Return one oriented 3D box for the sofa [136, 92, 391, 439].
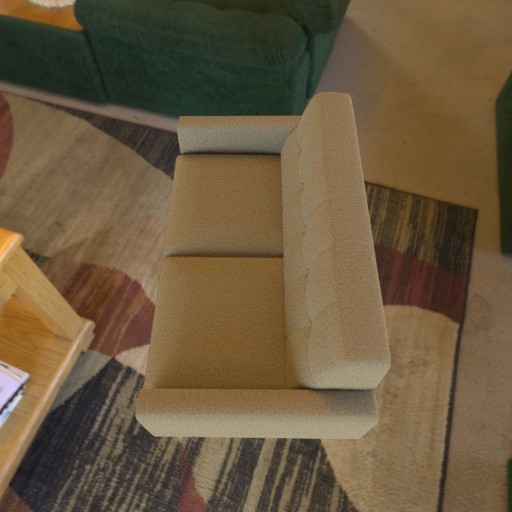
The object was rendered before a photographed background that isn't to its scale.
[{"bbox_3d":[0.000,0.000,2.223,0.952,0.925,1.651,1,58,0],"label":"sofa"}]
